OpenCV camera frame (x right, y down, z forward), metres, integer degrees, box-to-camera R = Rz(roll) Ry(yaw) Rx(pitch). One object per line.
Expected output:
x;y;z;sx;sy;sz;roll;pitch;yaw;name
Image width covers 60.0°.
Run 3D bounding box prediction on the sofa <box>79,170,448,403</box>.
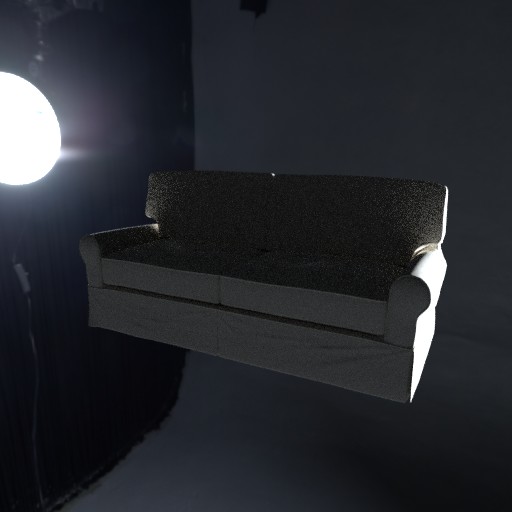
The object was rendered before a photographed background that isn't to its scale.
0.000;0.000;2.591;2.021;0.937;0.862;7;16;27;sofa
